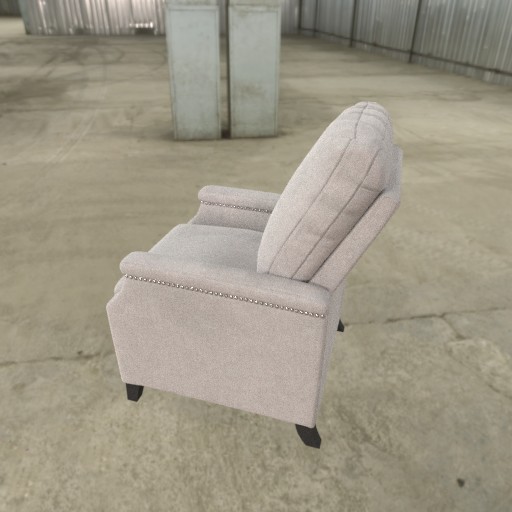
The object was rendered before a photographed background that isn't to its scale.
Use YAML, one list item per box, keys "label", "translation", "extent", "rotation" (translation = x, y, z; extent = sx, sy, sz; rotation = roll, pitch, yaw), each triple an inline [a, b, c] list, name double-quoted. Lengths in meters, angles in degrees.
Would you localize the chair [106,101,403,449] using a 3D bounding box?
- label: "chair"
  translation: [0.000, 0.000, 1.634]
  extent: [0.922, 1.049, 0.710]
  rotation: [9, 31, 15]
